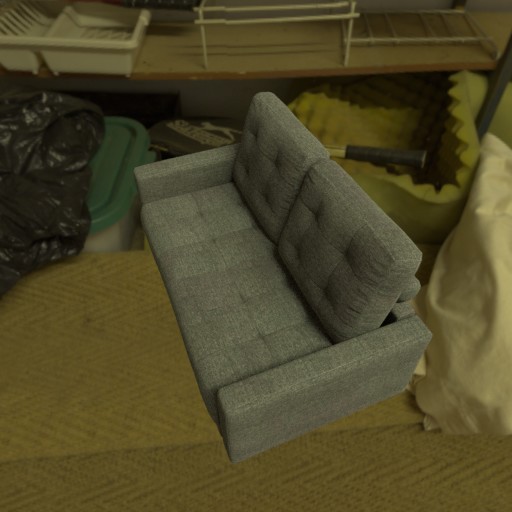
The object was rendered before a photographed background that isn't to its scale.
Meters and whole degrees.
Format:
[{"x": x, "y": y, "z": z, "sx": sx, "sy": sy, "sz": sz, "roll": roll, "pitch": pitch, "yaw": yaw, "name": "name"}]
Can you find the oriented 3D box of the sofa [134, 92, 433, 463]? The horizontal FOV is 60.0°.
[{"x": 0.000, "y": 0.000, "z": 1.982, "sx": 0.842, "sy": 0.907, "sz": 1.407, "roll": -17, "pitch": 49, "yaw": -15, "name": "sofa"}]
